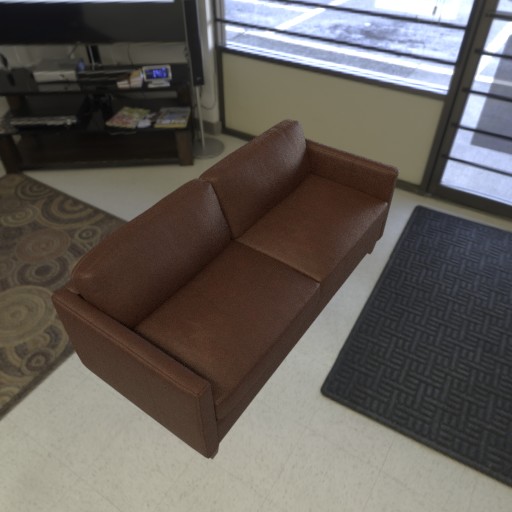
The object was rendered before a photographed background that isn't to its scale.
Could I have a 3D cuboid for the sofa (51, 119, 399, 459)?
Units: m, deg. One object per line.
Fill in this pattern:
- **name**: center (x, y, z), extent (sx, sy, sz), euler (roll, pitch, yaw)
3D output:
- **sofa**: center (0.000, 0.000, 2.557), extent (0.923, 0.863, 1.971), euler (26, 48, 25)
